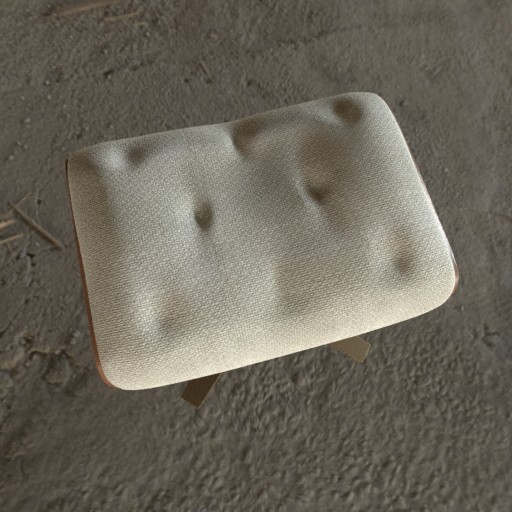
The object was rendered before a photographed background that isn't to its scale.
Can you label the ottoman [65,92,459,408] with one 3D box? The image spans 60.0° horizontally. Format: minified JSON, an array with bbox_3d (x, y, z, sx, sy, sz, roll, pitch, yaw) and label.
[{"bbox_3d":[0.000,0.000,0.789,0.520,0.391,0.394,-14,64,-7],"label":"ottoman"}]
